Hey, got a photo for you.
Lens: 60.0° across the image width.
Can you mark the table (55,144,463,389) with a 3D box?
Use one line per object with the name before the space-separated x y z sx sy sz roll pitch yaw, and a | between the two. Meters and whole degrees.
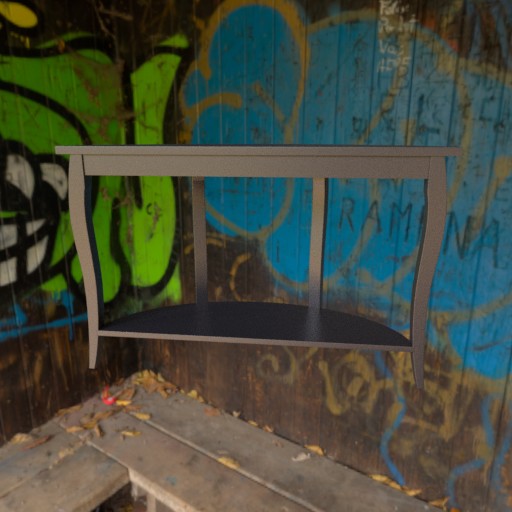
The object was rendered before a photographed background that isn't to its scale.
table | 0.000 0.000 1.607 1.219 0.780 0.394 2 15 6
